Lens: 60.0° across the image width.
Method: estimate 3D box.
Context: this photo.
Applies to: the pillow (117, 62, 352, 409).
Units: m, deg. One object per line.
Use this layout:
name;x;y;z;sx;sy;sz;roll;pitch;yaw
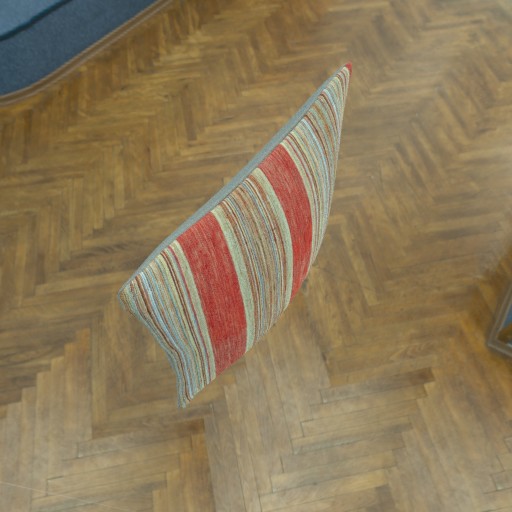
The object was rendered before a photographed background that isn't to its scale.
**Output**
pillow;0.000;0.000;0.666;0.136;0.419;0.437;31;63;18
